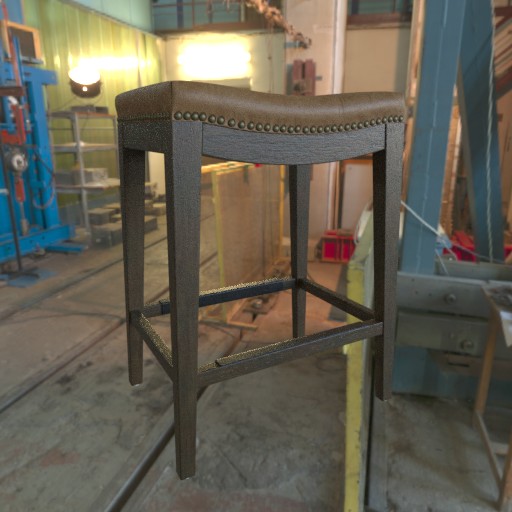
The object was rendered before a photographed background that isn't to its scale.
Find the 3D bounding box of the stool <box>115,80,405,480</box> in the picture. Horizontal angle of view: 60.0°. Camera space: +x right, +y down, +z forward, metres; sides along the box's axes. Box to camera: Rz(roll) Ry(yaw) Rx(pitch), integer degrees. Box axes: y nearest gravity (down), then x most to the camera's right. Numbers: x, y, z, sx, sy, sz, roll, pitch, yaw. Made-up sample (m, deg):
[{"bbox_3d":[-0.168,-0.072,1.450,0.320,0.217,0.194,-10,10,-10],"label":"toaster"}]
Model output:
[{"bbox_3d":[0.000,0.000,0.945,0.500,0.660,0.361,-9,18,-28],"label":"stool"}]
